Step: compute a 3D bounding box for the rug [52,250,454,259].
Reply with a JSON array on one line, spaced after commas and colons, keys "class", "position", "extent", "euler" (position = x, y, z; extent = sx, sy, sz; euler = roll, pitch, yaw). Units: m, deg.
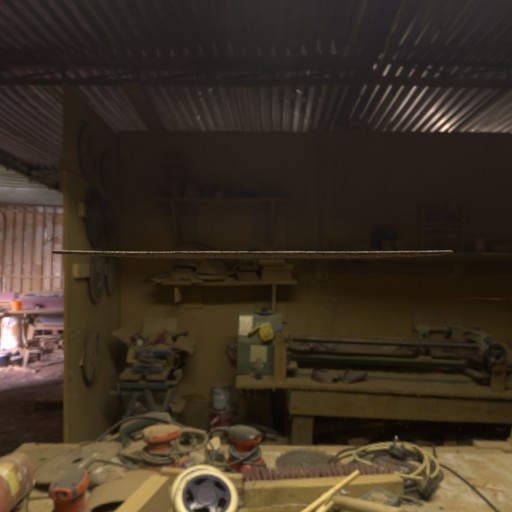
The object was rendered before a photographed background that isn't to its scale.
[{"class": "rug", "position": [0.000, 0.000, 4.255], "extent": [2.414, 0.036, 3.199], "euler": [0, -1, 1]}]
